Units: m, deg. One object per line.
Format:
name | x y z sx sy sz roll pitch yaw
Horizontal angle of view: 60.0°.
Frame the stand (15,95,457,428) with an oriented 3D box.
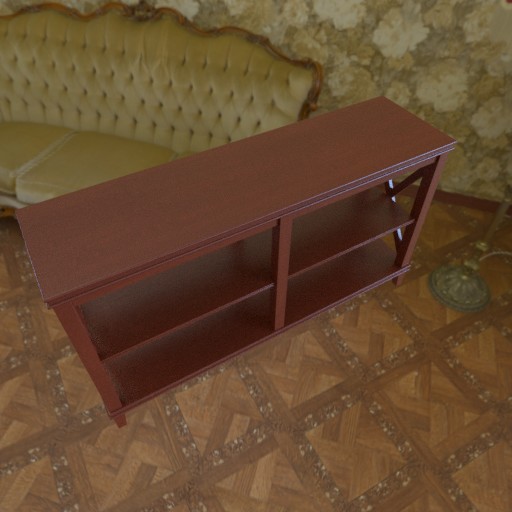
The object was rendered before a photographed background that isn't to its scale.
stand | 0.000 0.000 1.663 1.372 0.762 0.381 -23 51 -20
